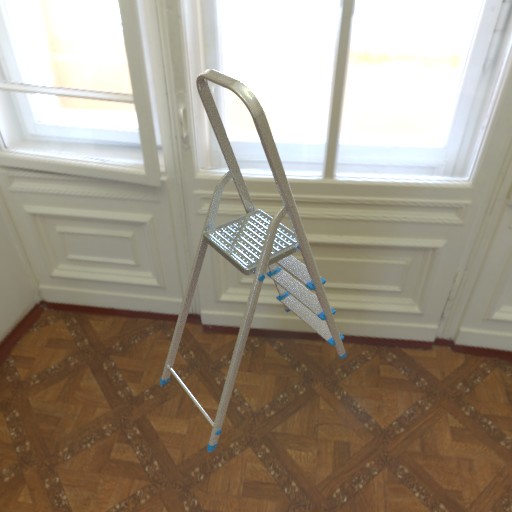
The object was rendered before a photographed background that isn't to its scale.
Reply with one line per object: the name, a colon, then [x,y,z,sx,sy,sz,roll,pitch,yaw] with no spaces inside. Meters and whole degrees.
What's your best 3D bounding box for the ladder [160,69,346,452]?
ladder: [0.000,0.000,1.767,0.842,1.434,0.445,-26,45,-29]
